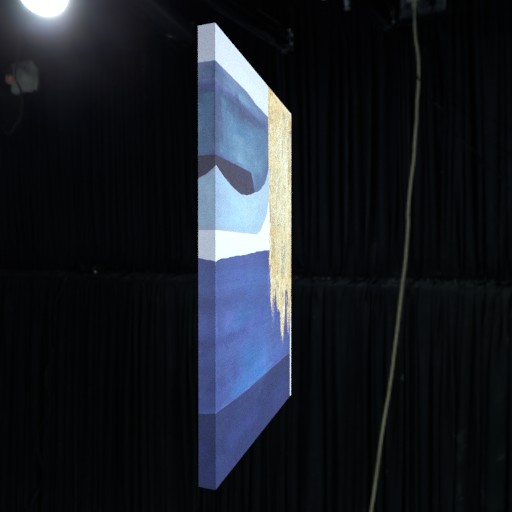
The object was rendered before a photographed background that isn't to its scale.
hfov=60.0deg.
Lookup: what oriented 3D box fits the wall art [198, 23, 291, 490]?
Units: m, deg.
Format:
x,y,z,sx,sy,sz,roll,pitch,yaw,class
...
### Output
x,y,z,sx,sy,sz,roll,pitch,yaw,class
0.000,0.000,1.158,0.039,0.911,0.607,0,1,18,wall art
